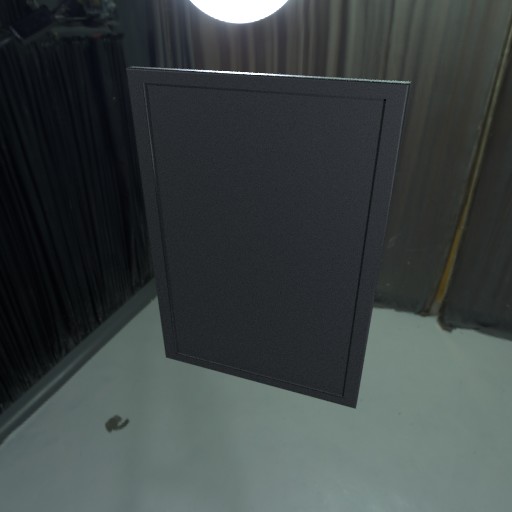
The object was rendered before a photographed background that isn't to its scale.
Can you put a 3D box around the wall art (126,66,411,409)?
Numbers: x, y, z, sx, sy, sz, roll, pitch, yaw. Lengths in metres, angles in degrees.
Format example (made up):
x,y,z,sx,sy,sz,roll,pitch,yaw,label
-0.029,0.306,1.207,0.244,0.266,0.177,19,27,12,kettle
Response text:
x,y,z,sx,sy,sz,roll,pitch,yaw,label
0.000,0.000,0.563,0.303,0.431,0.013,10,32,17,wall art
